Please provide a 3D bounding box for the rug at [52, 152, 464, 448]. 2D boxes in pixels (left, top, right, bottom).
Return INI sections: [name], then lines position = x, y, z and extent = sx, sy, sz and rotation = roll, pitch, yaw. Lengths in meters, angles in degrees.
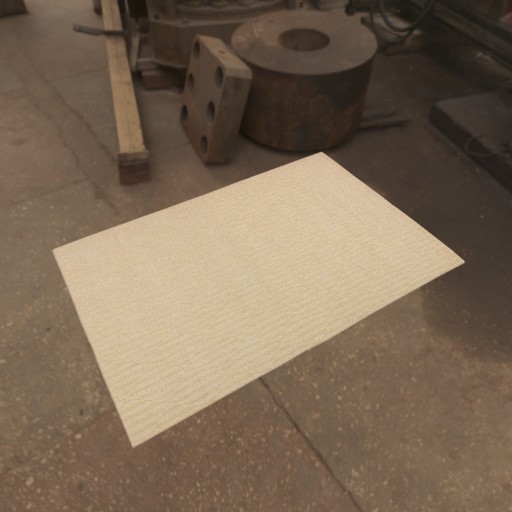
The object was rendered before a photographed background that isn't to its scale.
[rug]
position = 0.000, 0.000, 2.369
extent = 1.848, 0.014, 1.238
rotation = -24, 50, -21
